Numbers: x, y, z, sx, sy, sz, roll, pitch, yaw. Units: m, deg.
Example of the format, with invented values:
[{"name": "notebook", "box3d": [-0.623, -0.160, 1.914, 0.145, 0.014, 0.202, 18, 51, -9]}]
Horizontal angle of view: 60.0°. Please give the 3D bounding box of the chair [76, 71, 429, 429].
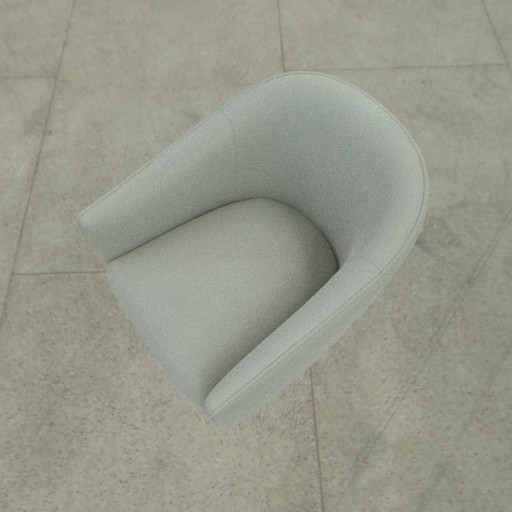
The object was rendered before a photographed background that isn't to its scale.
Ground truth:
[{"name": "chair", "box3d": [0.000, 0.000, 1.434, 0.875, 0.799, 0.747, -34, 68, -16]}]
